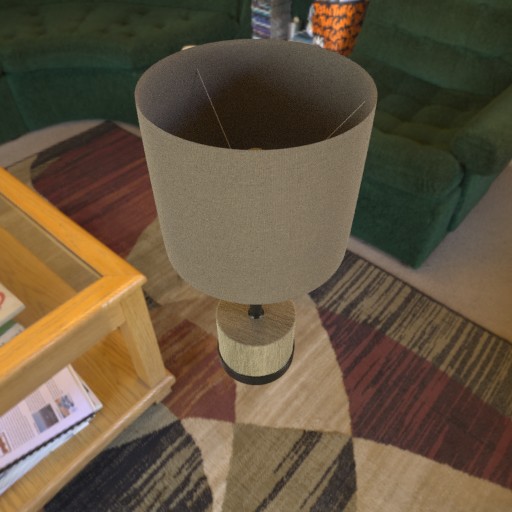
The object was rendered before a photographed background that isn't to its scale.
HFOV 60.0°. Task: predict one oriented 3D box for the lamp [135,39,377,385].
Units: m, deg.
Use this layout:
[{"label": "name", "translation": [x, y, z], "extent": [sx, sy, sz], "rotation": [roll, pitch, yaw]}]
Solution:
[{"label": "lamp", "translation": [0.000, 0.000, 0.590], "extent": [0.229, 0.470, 0.229], "rotation": [17, 48, 16]}]
